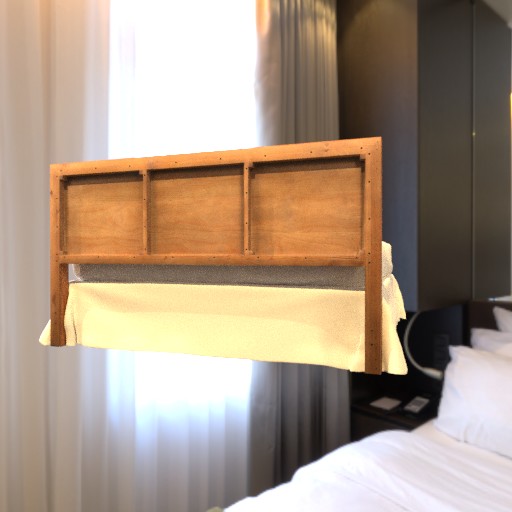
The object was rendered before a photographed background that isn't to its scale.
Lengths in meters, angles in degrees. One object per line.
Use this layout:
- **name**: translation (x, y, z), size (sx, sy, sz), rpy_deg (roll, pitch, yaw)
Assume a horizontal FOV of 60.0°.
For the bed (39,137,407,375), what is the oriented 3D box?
- **bed**: translation (0.000, 0.000, 3.465), size (2.255, 1.158, 2.165), rpy_deg (0, 0, 19)
